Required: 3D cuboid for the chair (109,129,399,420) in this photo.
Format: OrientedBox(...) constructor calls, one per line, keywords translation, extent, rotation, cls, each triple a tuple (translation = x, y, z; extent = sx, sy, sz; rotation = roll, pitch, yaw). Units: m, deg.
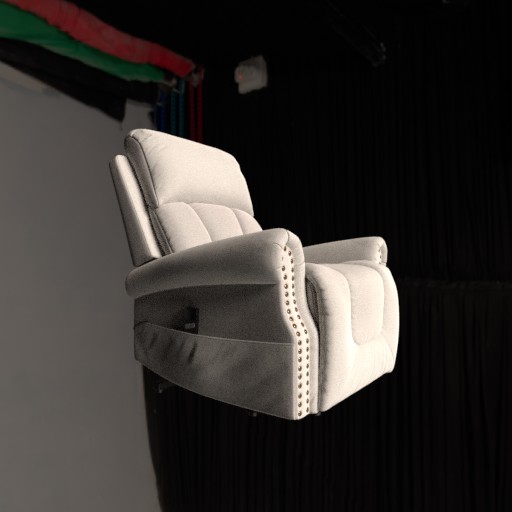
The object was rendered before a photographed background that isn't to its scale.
OrientedBox(translation=(0.000, 0.000, 1.758), extent=(0.979, 1.031, 0.871), rotation=(0, 0, 36), cls="chair")
